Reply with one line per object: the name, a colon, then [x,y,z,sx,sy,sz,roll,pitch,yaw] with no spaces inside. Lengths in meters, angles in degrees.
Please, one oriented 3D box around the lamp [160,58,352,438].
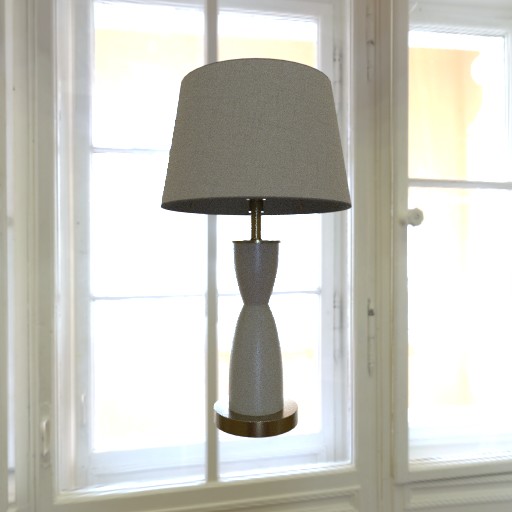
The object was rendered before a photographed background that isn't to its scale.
lamp: [0.000,0.000,0.731,0.309,0.545,0.309,0,1,0]
